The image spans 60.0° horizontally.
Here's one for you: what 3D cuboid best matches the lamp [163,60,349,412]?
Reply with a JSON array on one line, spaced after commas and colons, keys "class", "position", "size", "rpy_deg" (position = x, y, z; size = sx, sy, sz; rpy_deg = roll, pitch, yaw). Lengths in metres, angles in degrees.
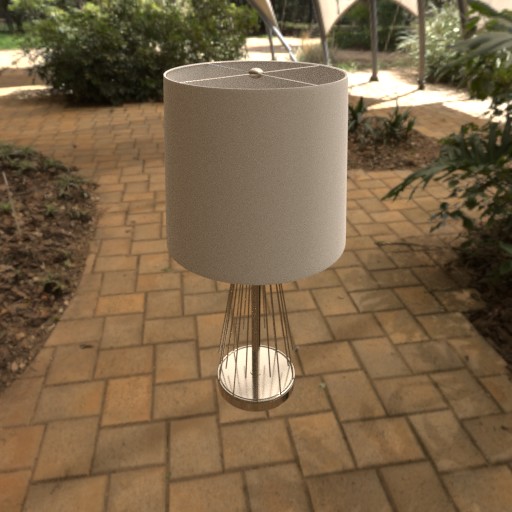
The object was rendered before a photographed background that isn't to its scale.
[{"class": "lamp", "position": [0.000, 0.000, 0.783], "size": [0.303, 0.618, 0.303], "rpy_deg": [0, 31, 0]}]
